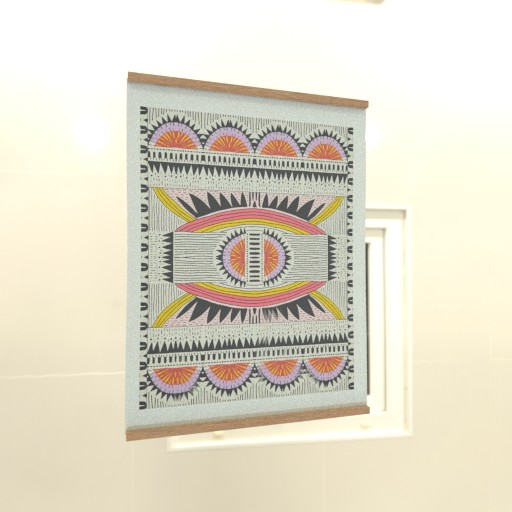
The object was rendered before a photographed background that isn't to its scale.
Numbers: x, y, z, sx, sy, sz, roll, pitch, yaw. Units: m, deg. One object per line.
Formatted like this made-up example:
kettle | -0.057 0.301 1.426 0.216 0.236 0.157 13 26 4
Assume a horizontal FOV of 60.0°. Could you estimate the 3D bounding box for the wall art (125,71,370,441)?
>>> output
wall art | 0.000 0.000 0.810 0.456 0.609 0.028 0 -1 -17
